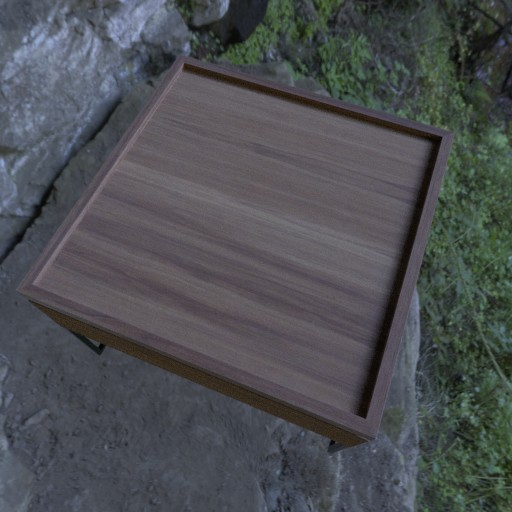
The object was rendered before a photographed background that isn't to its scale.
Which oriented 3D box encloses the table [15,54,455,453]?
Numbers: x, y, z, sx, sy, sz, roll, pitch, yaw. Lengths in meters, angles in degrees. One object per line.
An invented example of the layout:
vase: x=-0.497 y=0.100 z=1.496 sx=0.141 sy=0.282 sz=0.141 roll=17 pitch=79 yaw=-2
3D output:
table: x=0.000 y=0.000 z=1.100 sx=0.679 sy=0.464 sz=0.676 roll=20 pitch=65 yaw=10
